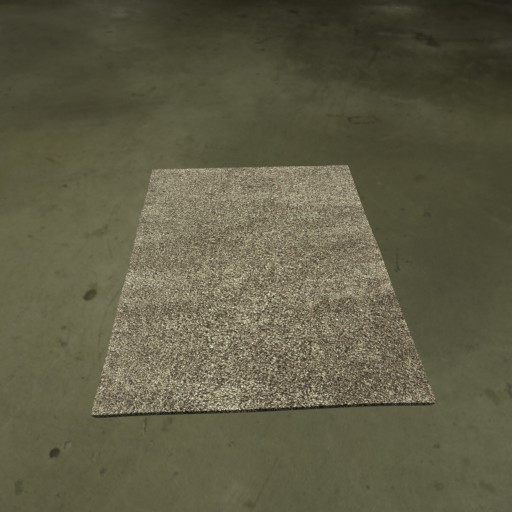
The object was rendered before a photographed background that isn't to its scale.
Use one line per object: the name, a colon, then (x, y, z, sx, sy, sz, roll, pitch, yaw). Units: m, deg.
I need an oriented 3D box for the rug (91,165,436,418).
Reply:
rug: (0.000, 0.000, 2.130, 1.198, 0.025, 1.601, -2, 42, -2)
